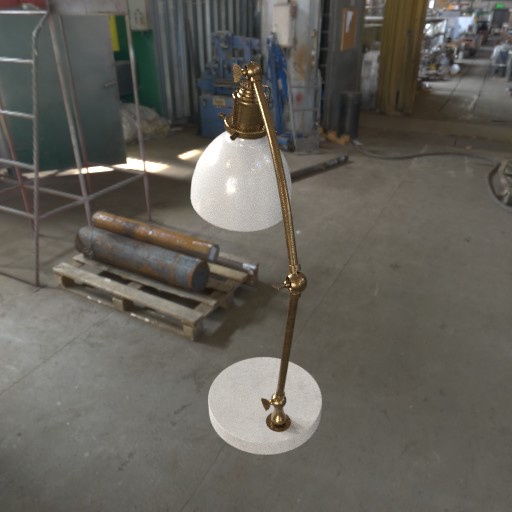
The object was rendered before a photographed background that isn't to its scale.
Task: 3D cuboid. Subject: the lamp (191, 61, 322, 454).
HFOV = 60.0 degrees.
[{"bbox_3d":[0.000,0.000,0.654,0.186,0.522,0.317,-9,30,-16],"label":"lamp"}]
